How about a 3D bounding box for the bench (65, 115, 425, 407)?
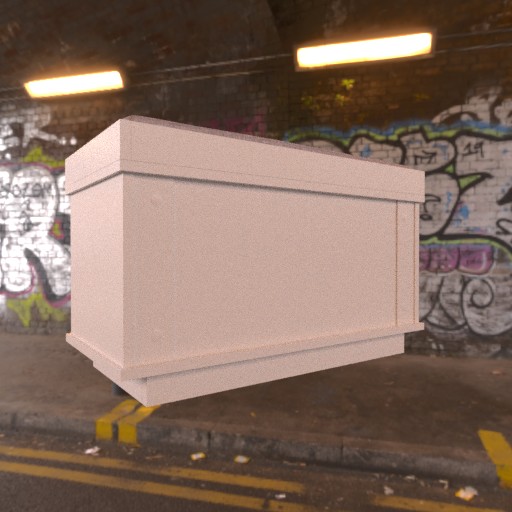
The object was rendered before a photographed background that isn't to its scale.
[{"bbox_3d":[0.000,0.000,0.999,0.734,0.461,0.362,0,1,-35],"label":"bench"}]
